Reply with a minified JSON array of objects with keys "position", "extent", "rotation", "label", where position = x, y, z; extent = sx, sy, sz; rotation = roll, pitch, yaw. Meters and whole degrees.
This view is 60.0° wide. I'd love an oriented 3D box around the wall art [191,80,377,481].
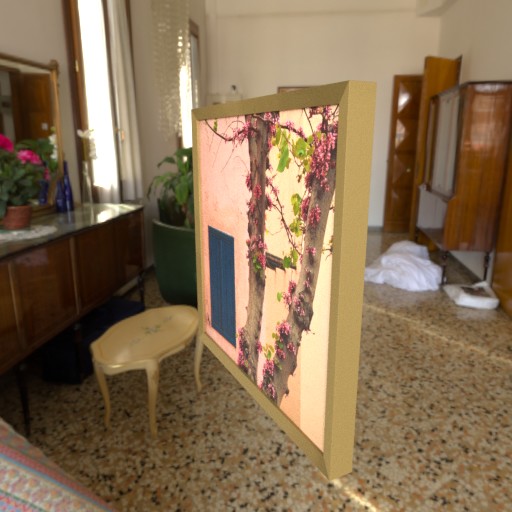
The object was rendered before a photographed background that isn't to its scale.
[{"position":[0.000,0.000,0.762],"extent":[0.038,0.508,0.507],"rotation":[-7,16,-26],"label":"wall art"}]
